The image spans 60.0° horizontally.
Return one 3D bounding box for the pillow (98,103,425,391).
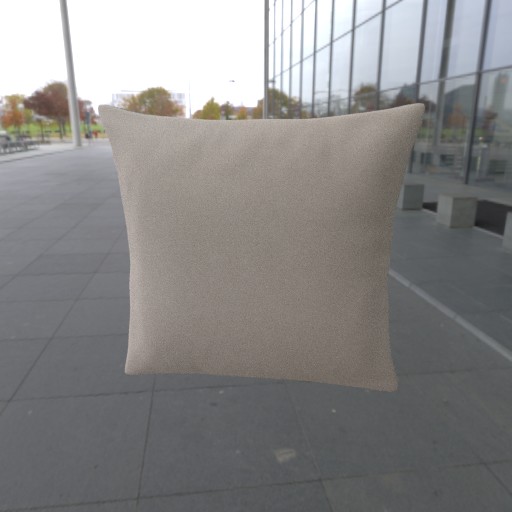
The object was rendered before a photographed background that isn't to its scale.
[{"bbox_3d":[0.000,0.000,0.778,0.526,0.507,0.166,2,16,7],"label":"pillow"}]
